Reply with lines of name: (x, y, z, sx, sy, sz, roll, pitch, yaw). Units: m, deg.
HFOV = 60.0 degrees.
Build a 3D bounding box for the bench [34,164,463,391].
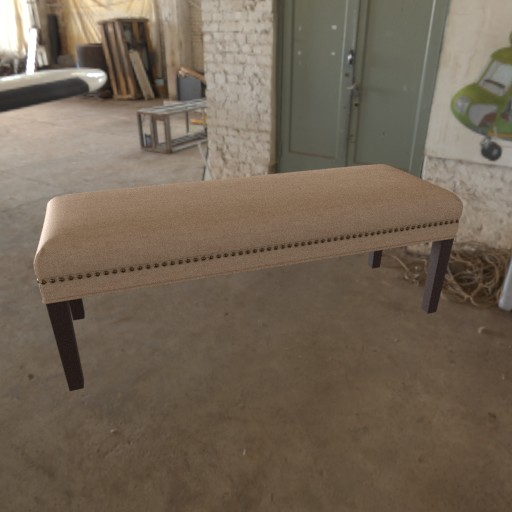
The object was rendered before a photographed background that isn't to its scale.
bench: (0.000, 0.000, 1.437, 1.219, 0.457, 0.410, -9, 28, -17)
